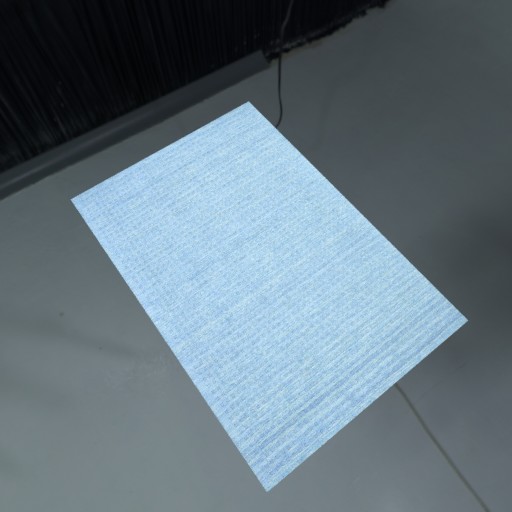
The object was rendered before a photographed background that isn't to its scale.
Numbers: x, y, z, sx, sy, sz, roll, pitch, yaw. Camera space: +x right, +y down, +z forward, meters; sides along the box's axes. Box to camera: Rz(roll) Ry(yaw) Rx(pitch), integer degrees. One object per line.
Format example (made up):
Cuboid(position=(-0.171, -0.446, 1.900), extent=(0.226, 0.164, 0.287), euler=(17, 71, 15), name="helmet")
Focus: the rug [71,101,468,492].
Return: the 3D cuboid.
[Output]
Cuboid(position=(0.000, 0.000, 3.724), extent=(1.982, 0.006, 2.895), euler=(-34, 68, -15), name="rug")
